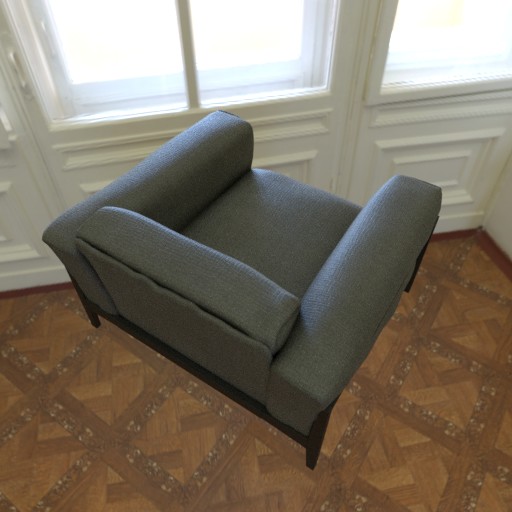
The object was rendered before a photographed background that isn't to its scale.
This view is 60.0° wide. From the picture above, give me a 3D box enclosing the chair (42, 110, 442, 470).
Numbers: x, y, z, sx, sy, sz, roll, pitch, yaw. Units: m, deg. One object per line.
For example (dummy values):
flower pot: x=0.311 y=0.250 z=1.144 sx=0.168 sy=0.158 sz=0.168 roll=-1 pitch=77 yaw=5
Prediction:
chair: x=0.000 y=0.000 z=1.657 sx=1.056 sy=0.646 sz=0.969 roll=26 pitch=52 yaw=22
